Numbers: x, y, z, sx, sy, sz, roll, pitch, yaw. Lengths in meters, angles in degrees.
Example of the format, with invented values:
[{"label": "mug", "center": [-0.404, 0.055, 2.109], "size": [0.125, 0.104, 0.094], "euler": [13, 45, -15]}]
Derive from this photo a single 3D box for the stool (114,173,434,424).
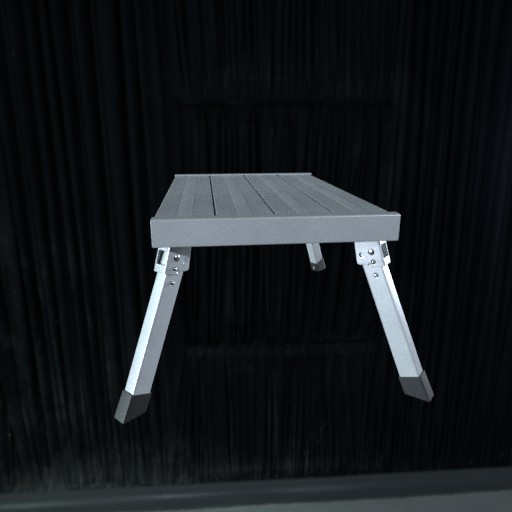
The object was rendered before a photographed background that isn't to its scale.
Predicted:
[{"label": "stool", "center": [0.000, 0.000, 0.739], "size": [0.385, 0.225, 0.535], "euler": [-2, 17, -6]}]
